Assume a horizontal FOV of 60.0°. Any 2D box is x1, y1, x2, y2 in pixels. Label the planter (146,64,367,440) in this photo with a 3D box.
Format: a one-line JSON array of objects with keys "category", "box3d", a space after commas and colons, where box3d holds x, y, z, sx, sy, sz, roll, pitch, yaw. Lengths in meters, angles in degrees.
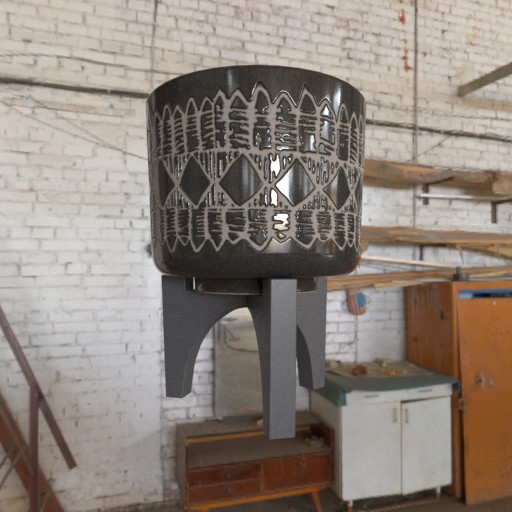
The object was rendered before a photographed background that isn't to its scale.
[{"category": "planter", "box3d": [0.000, 0.000, 0.402, 0.196, 0.264, 0.196, 0, -1, 17]}]
